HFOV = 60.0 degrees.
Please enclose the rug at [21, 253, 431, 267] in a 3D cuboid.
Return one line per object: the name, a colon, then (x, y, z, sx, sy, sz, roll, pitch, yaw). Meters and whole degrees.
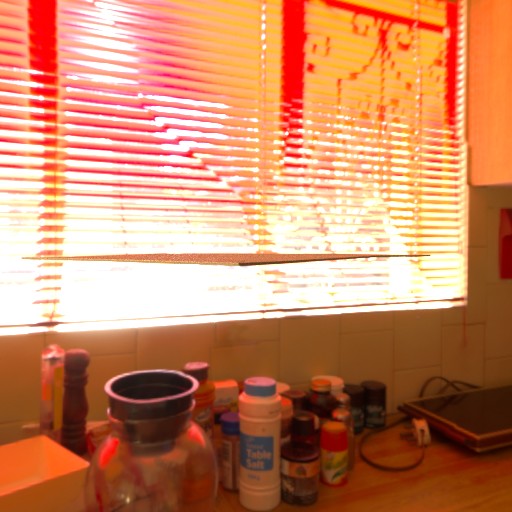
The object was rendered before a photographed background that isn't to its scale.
rug: (0.000, 0.000, 2.969, 1.616, 0.030, 2.338, 1, 1, 37)
